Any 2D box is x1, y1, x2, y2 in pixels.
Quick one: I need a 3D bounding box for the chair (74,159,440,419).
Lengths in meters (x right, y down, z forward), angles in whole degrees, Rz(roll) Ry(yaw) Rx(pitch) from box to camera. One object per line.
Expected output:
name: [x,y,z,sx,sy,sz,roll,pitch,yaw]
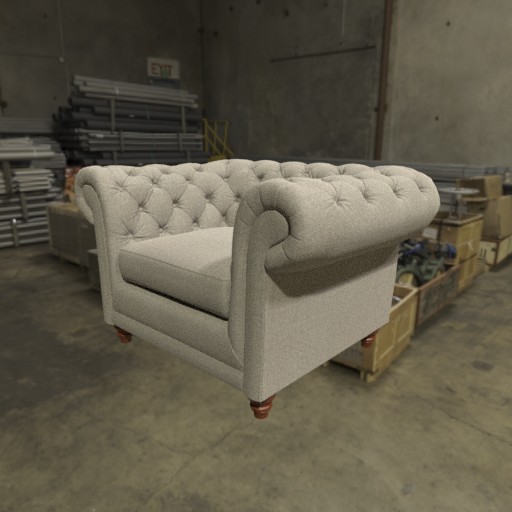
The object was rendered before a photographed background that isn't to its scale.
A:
chair: [0.000,0.000,1.902,1.270,0.770,0.976,13,20,41]
